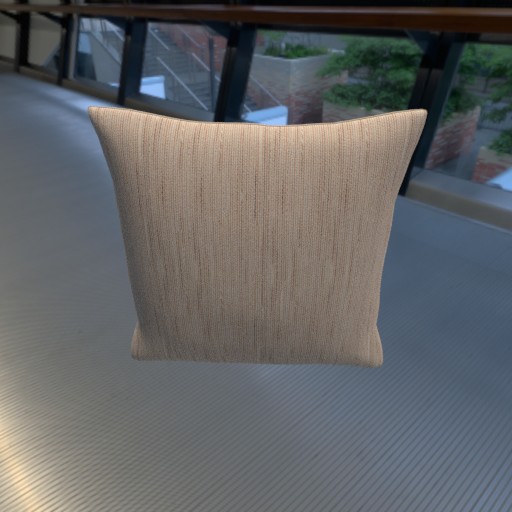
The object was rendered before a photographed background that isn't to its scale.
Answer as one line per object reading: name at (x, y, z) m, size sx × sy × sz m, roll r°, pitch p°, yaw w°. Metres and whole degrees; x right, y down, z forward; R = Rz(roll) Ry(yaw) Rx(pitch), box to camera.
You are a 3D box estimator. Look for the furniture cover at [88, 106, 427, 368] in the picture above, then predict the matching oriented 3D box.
furniture cover at (0.000, 0.000, 0.780) m, size 0.512 × 0.506 × 0.178 m, roll 1°, pitch 31°, yaw 2°
